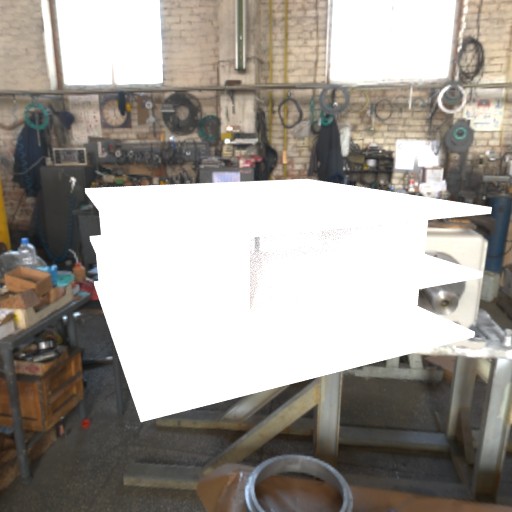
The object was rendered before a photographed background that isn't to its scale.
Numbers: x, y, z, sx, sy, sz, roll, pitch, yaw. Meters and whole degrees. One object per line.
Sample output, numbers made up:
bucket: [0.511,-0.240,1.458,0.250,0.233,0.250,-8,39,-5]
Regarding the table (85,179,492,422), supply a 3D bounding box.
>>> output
table: [0.000,0.000,1.075,0.700,0.289,0.700,-7,16,-24]
